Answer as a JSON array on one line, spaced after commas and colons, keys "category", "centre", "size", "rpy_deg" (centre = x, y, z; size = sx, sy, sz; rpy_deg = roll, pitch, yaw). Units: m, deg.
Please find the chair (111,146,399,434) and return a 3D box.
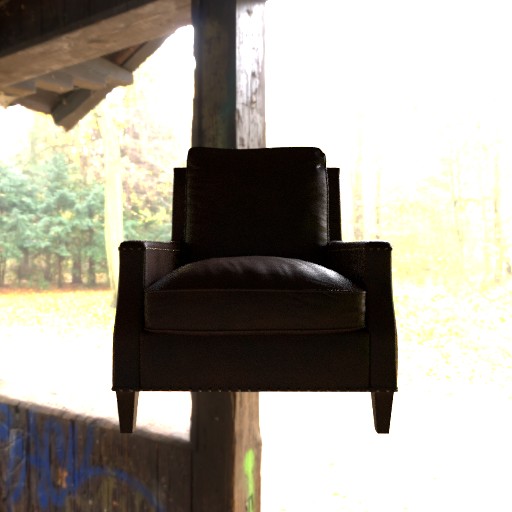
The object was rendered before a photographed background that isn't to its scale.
[{"category": "chair", "centre": [0.000, 0.000, 1.780], "size": [0.854, 1.054, 1.035], "rpy_deg": [0, 0, 0]}]
